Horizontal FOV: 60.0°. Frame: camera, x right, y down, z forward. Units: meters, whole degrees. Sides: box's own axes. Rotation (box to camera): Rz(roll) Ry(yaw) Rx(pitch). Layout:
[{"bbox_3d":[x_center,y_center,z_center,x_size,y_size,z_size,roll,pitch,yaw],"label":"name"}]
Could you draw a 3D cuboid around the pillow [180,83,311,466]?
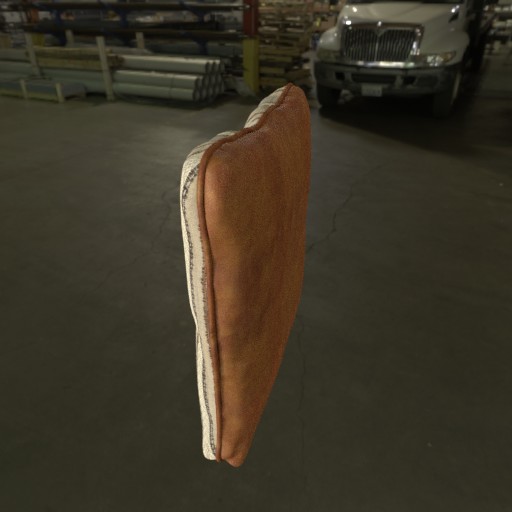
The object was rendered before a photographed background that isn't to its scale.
[{"bbox_3d":[0.000,0.000,0.744,0.130,0.490,0.489,8,31,13],"label":"pillow"}]
